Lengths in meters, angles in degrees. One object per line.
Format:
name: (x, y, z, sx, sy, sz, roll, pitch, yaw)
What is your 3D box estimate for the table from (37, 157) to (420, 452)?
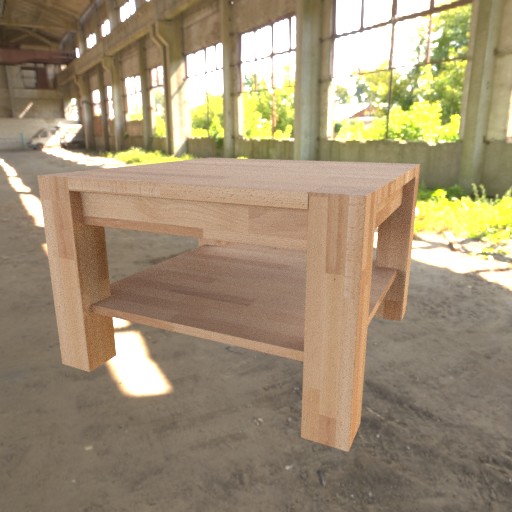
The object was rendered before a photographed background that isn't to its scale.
table: (0.000, 0.000, 1.165, 0.700, 0.451, 0.700, 8, 18, 25)
